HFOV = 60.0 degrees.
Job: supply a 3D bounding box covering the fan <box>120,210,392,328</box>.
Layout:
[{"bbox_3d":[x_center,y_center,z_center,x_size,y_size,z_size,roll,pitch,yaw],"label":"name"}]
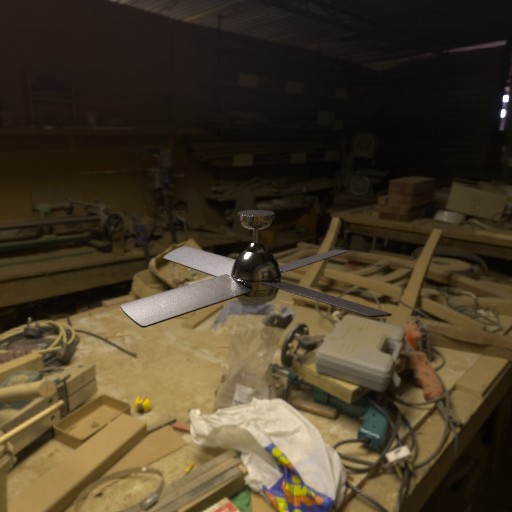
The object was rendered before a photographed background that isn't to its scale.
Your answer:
[{"bbox_3d":[0.000,0.000,2.055,1.332,0.403,1.332,15,21,43],"label":"fan"}]
